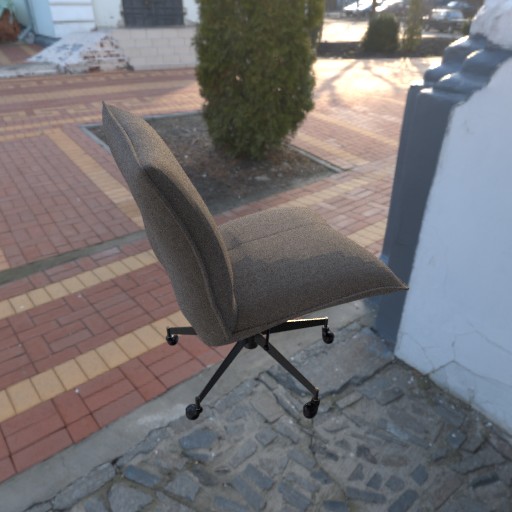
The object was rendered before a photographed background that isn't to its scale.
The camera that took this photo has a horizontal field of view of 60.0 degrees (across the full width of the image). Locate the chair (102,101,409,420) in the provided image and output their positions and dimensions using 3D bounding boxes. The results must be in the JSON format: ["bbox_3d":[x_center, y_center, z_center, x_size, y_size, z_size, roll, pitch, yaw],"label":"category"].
[{"bbox_3d":[0.000,0.000,1.282,0.696,0.811,0.597,-12,32,-19],"label":"chair"}]
